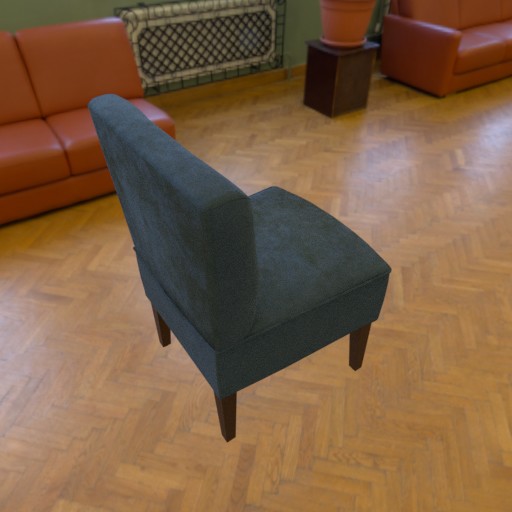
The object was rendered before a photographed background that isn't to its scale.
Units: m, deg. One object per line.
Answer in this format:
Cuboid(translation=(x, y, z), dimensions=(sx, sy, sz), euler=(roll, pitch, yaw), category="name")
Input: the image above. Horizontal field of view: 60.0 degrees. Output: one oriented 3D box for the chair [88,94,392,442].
Cuboid(translation=(0.000, 0.000, 1.160), dimensions=(0.551, 0.806, 0.521), euler=(-24, 46, -26), category="chair")
